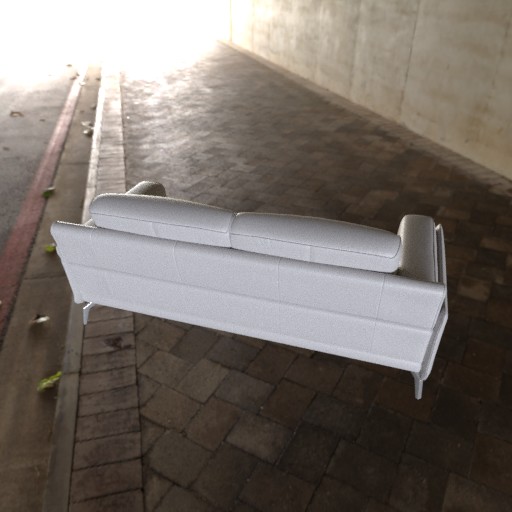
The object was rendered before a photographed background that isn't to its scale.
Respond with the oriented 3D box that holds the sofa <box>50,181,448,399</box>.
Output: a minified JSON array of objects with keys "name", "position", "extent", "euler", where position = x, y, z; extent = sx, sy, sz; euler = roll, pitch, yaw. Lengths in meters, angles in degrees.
[{"name":"sofa","position":[0.000,0.000,2.636],"extent":[2.101,0.930,1.049],"euler":[9,33,15]}]
